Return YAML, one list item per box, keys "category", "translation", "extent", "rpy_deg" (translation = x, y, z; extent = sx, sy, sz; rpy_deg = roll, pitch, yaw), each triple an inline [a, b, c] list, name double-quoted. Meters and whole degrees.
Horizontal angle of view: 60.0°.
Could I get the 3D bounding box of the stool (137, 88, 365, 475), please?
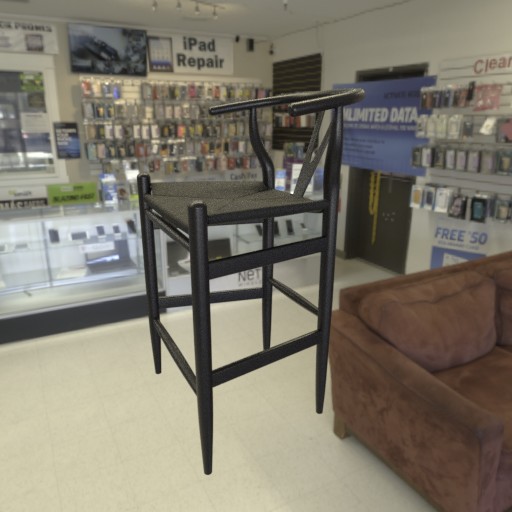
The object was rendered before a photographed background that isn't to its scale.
- category: "stool"
  translation: [0.000, 0.000, 1.358]
  extent: [0.579, 0.970, 0.569]
  rpy_deg: [-8, 20, -25]
